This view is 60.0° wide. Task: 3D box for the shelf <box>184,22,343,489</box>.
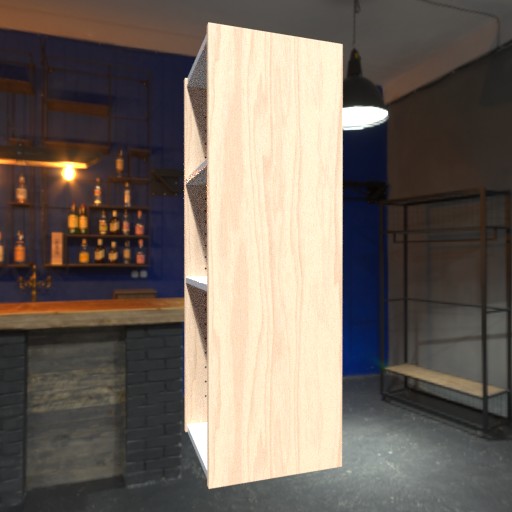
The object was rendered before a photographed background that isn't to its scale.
[{"bbox_3d":[0.000,0.000,1.042,0.290,0.900,0.300,0,1,-18],"label":"shelf"}]
